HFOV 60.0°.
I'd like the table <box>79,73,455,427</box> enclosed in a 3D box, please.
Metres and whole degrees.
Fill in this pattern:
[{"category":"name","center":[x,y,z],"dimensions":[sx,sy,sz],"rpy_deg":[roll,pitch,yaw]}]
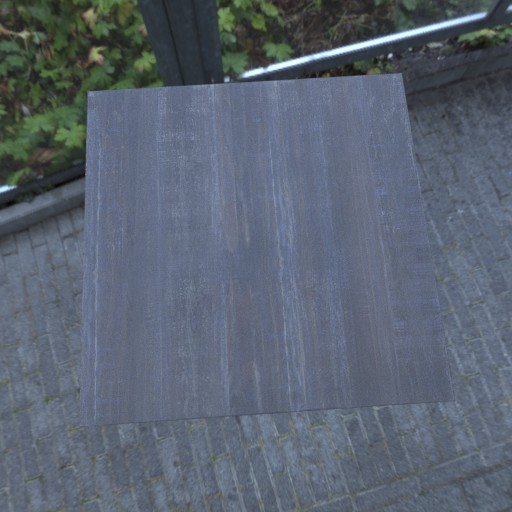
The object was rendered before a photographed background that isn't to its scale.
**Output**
[{"category":"table","center":[0.000,0.000,1.093],"dimensions":[0.696,0.400,0.696],"rpy_deg":[-4,76,-1]}]
